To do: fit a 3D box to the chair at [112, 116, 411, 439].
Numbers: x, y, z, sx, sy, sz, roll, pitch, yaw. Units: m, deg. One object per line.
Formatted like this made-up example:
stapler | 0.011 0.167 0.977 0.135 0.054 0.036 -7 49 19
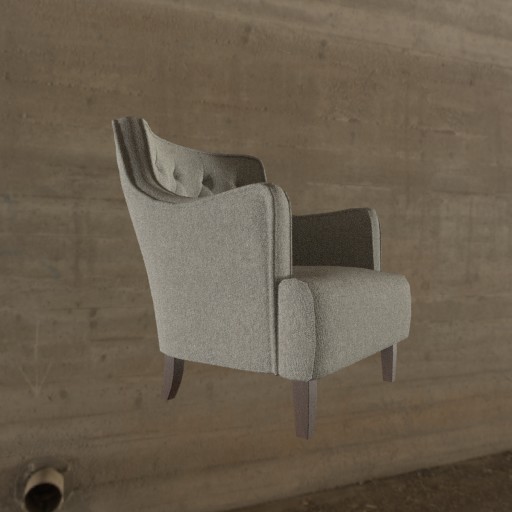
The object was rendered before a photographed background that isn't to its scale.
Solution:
chair | 0.000 0.000 1.571 0.910 0.920 0.820 -1 -1 35
